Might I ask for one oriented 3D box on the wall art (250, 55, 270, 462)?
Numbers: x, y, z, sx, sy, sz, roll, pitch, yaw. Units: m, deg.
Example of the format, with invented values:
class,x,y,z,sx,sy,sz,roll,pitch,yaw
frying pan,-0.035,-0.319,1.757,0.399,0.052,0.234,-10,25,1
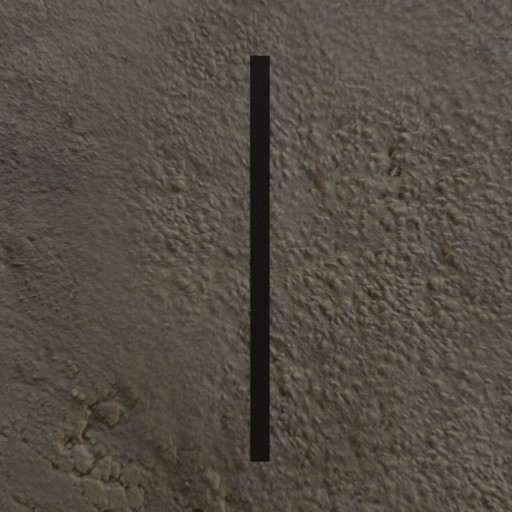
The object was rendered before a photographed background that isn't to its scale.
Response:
class,x,y,z,sx,sy,sz,roll,pitch,yaw
wall art,0.000,0.000,1.407,0.039,1.061,0.804,0,91,-1
